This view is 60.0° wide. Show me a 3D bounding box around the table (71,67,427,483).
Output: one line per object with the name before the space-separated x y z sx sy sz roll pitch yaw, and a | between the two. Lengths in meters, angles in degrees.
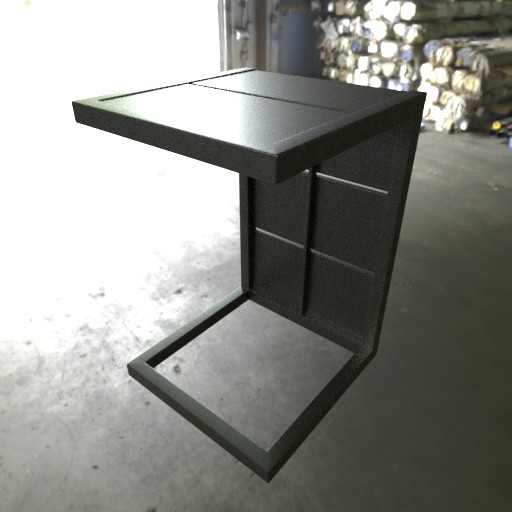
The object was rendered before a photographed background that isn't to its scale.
table | 0.000 0.000 0.879 0.405 0.609 0.420 23 39 33
